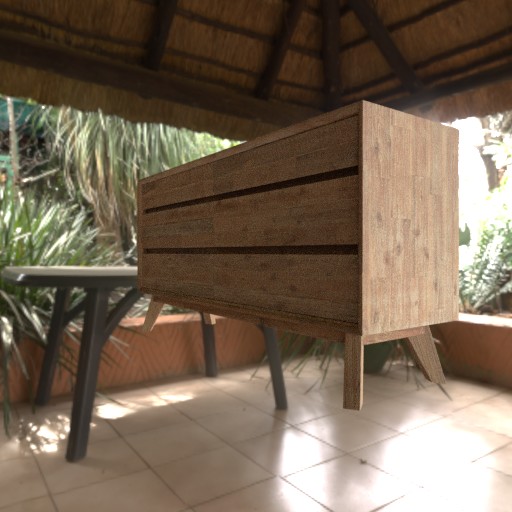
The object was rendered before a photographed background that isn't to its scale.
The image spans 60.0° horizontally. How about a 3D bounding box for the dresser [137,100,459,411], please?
[{"bbox_3d":[0.000,0.000,1.891,0.455,0.805,1.554,0,1,-36],"label":"dresser"}]
